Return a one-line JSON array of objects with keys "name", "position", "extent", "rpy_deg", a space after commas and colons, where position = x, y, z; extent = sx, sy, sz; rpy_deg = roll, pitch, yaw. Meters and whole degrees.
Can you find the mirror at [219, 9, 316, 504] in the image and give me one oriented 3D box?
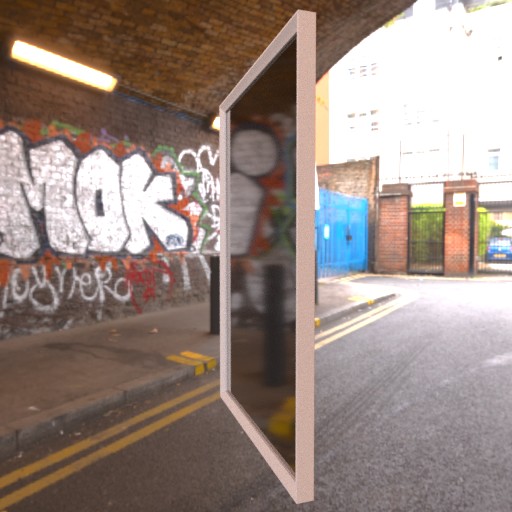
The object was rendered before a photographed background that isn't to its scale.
[{"name": "mirror", "position": [0.000, 0.000, 1.114], "extent": [0.041, 0.915, 0.609], "rpy_deg": [-1, 2, -18]}]
